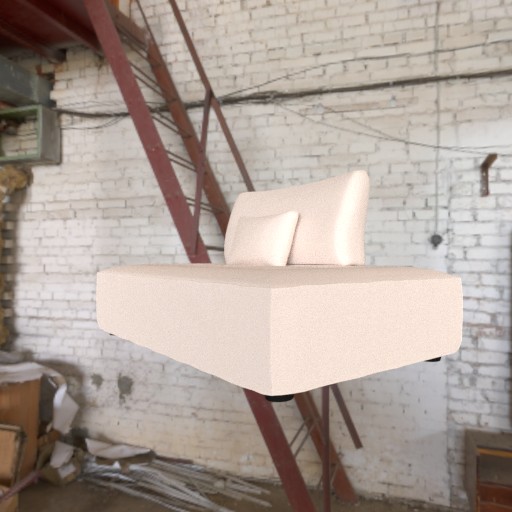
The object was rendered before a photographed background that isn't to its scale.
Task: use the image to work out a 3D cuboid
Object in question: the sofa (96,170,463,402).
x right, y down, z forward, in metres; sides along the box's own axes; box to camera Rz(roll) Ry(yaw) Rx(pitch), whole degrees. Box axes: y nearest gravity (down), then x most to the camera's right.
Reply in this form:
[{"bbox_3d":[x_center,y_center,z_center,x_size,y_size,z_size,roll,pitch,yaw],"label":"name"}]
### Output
[{"bbox_3d":[0.000,0.000,2.044,1.000,0.820,1.450,0,0,-37],"label":"sofa"}]
